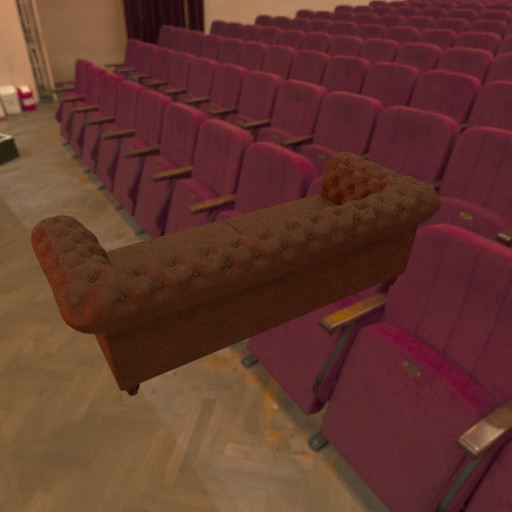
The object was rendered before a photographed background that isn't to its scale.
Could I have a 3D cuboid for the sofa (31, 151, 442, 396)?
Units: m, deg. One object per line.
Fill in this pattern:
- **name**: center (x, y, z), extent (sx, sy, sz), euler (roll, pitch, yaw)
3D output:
- **sofa**: center (0.000, 0.000, 2.794), extent (2.385, 0.783, 0.944), euler (-18, 36, -27)
